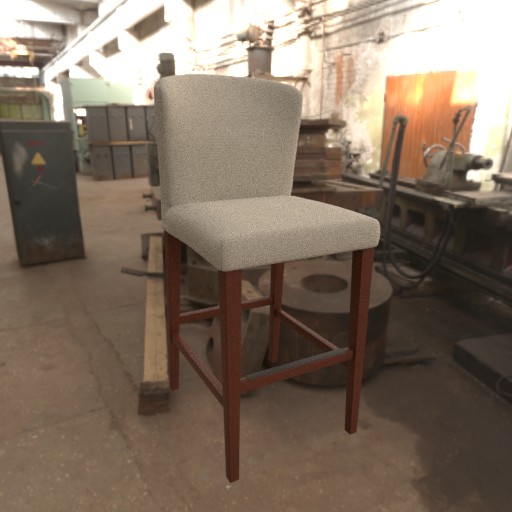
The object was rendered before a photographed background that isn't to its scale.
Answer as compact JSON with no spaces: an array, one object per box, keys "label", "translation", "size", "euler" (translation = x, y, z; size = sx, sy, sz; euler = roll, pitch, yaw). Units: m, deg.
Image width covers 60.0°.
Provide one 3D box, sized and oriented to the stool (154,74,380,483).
[{"label":"stool","translation":[0.000,0.000,1.343],"size":[0.481,1.069,0.568],"euler":[-9,19,-27]}]
